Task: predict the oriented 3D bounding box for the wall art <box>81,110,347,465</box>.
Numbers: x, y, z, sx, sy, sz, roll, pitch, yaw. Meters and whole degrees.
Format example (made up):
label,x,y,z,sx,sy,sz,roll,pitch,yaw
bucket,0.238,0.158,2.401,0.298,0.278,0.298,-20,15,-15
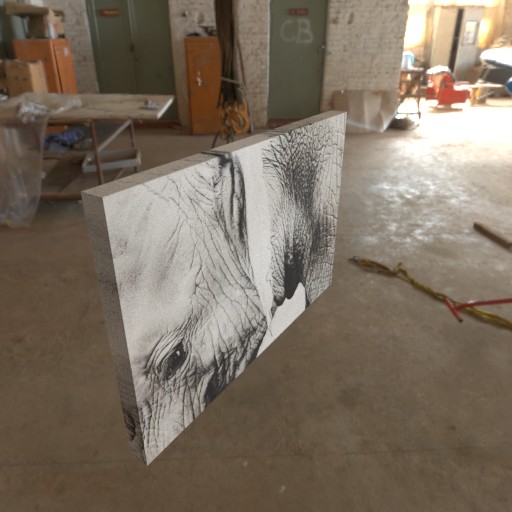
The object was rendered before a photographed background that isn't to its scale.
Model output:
label,x,y,z,sx,sy,sz,roll,pitch,yaw
wall art,0.000,0.000,0.778,0.035,0.407,0.613,17,32,30
